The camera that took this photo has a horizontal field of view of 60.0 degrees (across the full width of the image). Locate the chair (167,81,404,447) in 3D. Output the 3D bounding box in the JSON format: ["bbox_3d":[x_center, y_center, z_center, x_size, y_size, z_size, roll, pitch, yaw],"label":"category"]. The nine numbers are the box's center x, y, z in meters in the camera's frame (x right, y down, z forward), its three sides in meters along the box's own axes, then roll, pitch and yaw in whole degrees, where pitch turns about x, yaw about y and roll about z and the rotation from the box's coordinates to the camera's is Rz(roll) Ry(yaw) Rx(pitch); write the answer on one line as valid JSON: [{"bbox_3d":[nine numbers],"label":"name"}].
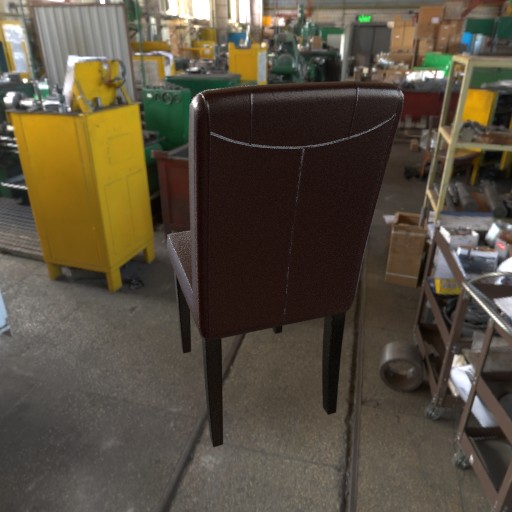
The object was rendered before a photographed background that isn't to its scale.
[{"bbox_3d":[0.000,0.000,1.172,0.399,0.897,0.556,-9,28,-17],"label":"chair"}]
